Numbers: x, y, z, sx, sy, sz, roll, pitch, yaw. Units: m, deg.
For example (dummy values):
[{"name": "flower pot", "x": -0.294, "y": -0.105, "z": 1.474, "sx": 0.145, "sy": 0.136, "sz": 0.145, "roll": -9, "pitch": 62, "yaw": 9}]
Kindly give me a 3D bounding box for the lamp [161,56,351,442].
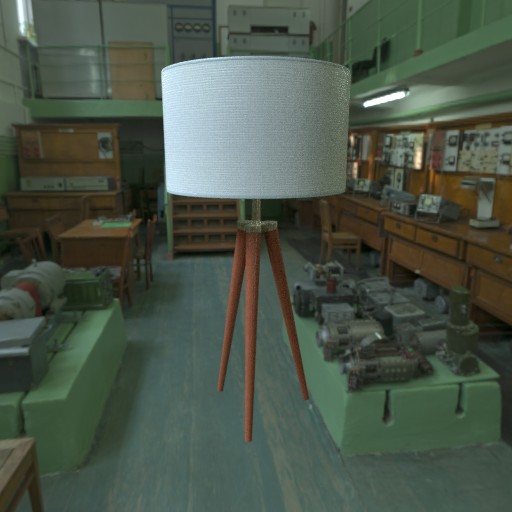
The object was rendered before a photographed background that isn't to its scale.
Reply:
[{"name": "lamp", "x": 0.000, "y": 0.000, "z": 0.928, "sx": 0.354, "sy": 0.709, "sz": 0.355, "roll": -2, "pitch": 14, "yaw": -9}]
